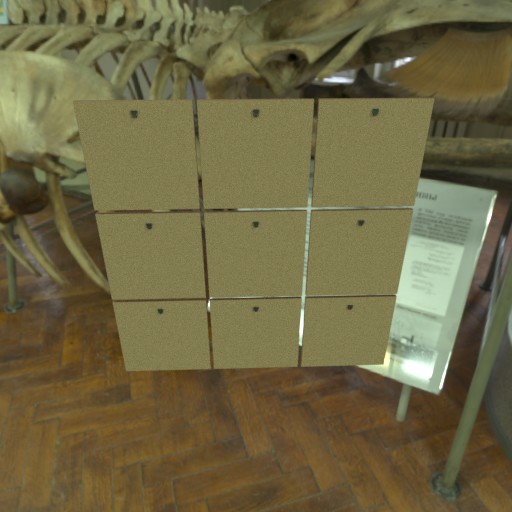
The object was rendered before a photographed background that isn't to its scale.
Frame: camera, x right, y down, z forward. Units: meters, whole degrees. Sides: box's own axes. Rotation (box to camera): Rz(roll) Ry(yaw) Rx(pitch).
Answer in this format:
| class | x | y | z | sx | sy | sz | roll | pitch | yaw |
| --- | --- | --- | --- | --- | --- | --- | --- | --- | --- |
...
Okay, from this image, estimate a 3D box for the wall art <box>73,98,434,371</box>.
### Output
| class | x | y | z | sx | sy | sz | roll | pitch | yaw |
| --- | --- | --- | --- | --- | --- | --- | --- | --- | --- |
| wall art | 0.000 | 0.000 | 1.801 | 1.221 | 1.218 | 0.024 | -1 | 30 | -2 |
